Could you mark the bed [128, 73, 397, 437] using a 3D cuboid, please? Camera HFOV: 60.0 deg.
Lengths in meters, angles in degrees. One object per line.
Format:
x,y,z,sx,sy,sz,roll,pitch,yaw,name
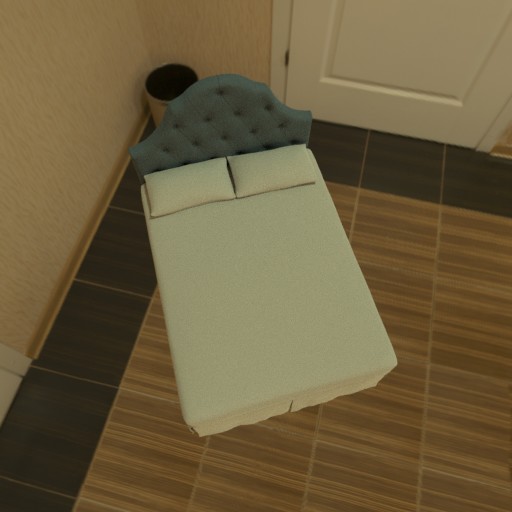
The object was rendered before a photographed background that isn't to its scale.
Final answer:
0.000,0.000,3.366,1.636,1.575,2.155,-14,65,-7,bed
